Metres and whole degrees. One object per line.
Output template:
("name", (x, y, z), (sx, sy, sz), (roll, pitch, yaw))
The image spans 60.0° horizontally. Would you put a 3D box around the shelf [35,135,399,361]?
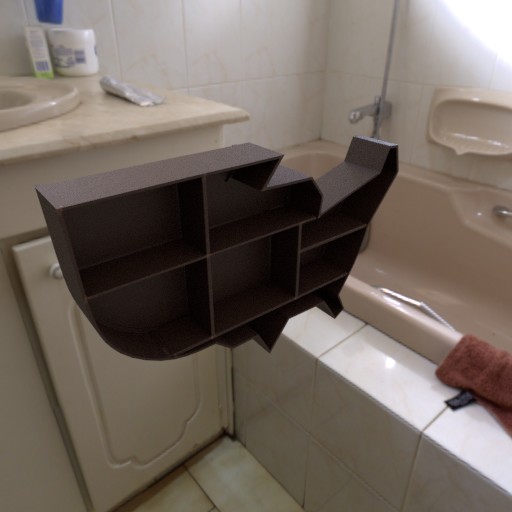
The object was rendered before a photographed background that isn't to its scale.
("shelf", (0.000, 0.000, 0.903), (0.729, 0.439, 0.112), (-21, 35, -32))
